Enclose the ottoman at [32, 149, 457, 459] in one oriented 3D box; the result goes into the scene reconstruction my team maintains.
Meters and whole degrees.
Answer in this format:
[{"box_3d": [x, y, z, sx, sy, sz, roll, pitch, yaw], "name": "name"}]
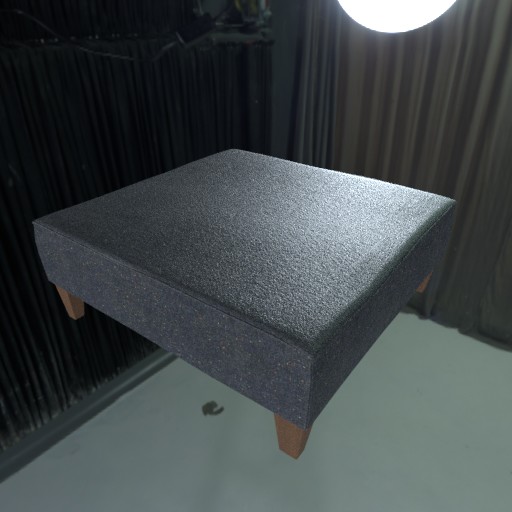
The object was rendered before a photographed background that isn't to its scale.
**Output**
[{"box_3d": [0.000, 0.000, 1.504, 1.004, 0.382, 0.968, 20, 35, 31], "name": "ottoman"}]
